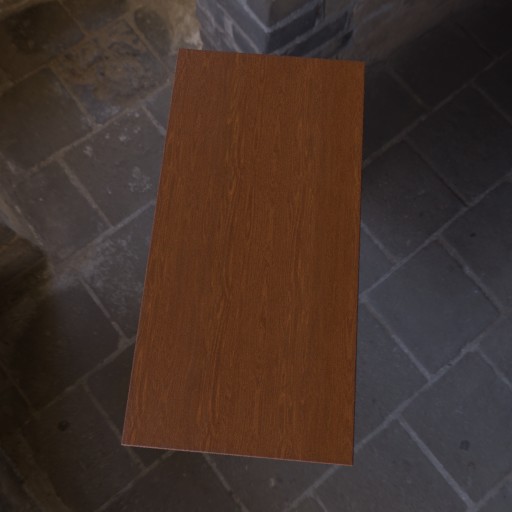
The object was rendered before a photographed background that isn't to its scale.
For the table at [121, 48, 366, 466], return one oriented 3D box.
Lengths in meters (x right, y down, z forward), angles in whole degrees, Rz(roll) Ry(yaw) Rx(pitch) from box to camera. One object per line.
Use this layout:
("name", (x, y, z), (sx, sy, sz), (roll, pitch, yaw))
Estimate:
("table", (0.000, 0.000, 2.090), (0.811, 0.755, 1.609), (5, 77, 1))
